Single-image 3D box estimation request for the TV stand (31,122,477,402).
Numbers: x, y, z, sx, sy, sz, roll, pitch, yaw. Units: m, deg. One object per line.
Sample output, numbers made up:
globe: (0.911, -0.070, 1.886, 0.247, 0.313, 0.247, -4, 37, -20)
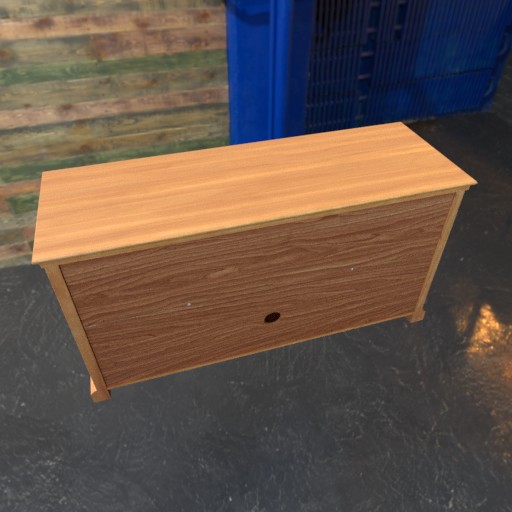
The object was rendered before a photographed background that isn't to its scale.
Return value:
TV stand: (0.000, 0.000, 1.466, 1.181, 0.607, 0.417, -11, 42, -13)
